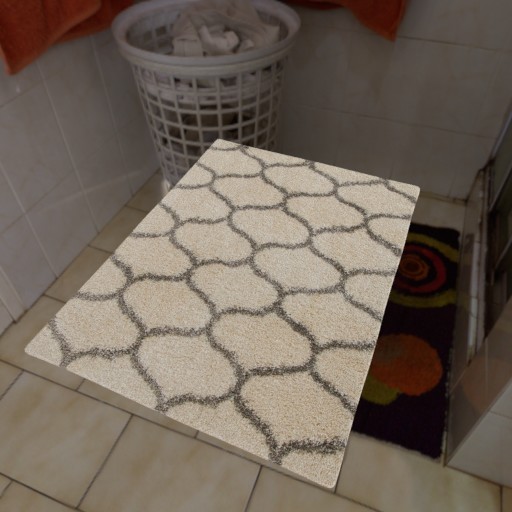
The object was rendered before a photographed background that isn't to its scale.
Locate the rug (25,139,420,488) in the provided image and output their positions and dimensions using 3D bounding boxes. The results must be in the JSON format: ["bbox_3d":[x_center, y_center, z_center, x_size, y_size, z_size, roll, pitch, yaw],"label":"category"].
[{"bbox_3d":[0.000,0.000,1.996,1.200,0.025,1.600,17,48,16],"label":"rug"}]
